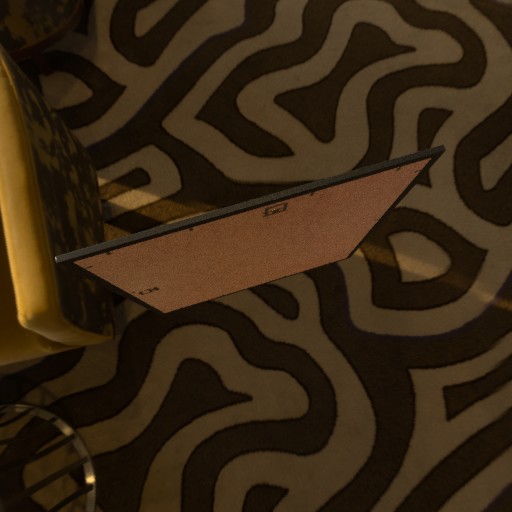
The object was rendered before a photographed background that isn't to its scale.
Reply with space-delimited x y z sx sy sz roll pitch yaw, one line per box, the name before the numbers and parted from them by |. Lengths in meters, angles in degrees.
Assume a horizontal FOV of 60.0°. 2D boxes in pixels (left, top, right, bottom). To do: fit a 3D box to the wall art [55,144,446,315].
wall art | 0.000 0.000 0.929 0.559 0.660 0.018 -17 77 -4
